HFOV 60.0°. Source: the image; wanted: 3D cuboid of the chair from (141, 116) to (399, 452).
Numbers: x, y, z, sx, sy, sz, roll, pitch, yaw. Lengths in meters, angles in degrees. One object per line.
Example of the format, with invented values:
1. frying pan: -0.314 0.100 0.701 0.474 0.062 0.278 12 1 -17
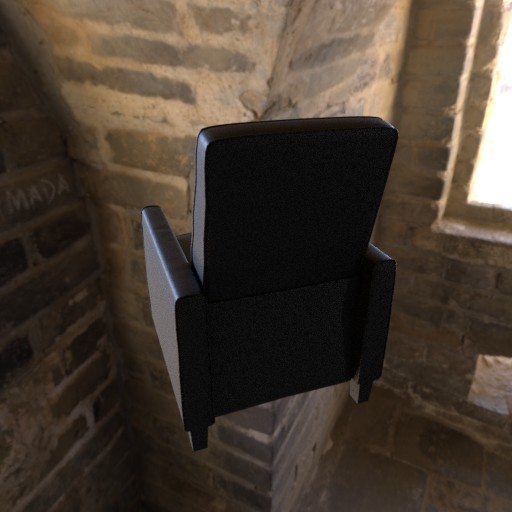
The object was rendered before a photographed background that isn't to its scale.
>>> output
1. chair: 0.000 0.000 1.562 0.705 1.013 0.746 -9 27 -18
